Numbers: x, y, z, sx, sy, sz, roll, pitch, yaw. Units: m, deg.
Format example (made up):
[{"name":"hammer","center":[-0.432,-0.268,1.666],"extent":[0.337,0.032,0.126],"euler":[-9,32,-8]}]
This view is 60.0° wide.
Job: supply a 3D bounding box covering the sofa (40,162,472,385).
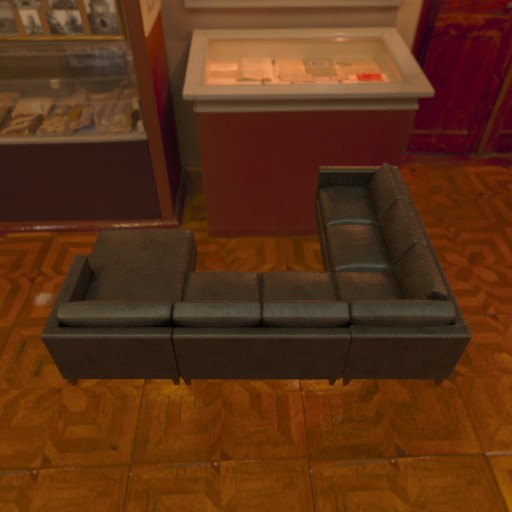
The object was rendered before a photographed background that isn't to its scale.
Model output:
[{"name":"sofa","center":[0.000,0.000,4.480],"extent":[3.324,0.891,2.452],"euler":[0,43,0]}]
